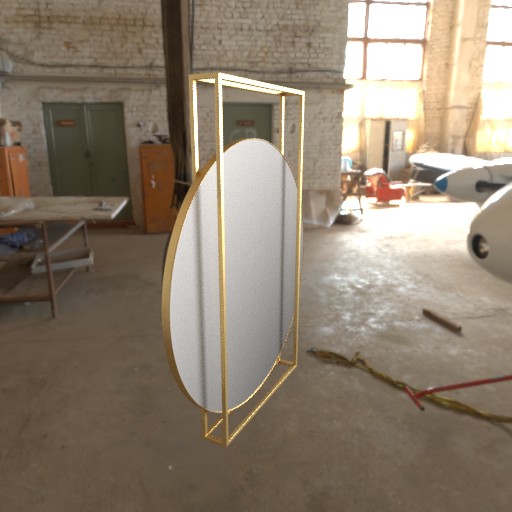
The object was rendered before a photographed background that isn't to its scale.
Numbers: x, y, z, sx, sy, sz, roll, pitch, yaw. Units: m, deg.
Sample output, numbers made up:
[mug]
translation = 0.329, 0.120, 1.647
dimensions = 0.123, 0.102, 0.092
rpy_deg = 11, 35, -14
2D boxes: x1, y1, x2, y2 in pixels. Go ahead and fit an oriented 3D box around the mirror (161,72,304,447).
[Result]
[mirror]
translation = 0.000, 0.000, 0.831
dimensions = 0.051, 0.603, 0.508
rpy_deg = 8, 17, 27
